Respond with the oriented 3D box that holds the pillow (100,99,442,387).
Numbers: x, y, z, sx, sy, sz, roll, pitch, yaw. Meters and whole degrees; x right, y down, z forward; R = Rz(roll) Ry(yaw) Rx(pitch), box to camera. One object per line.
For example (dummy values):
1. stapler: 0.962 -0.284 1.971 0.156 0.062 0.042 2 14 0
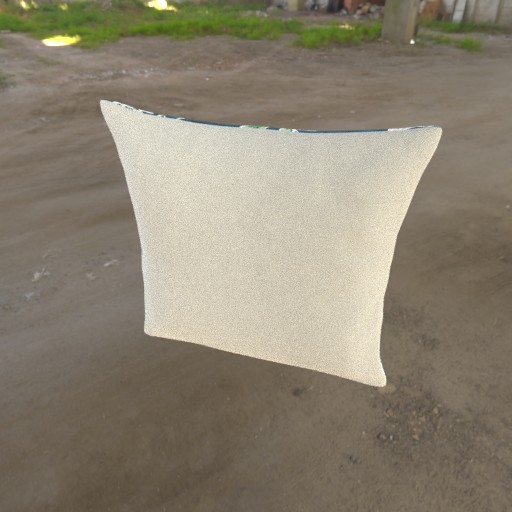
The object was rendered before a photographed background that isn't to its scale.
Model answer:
1. pillow: 0.000 0.000 0.791 0.525 0.508 0.166 9 33 14
